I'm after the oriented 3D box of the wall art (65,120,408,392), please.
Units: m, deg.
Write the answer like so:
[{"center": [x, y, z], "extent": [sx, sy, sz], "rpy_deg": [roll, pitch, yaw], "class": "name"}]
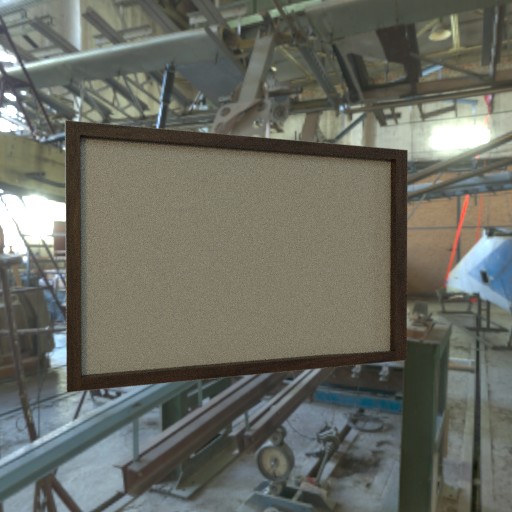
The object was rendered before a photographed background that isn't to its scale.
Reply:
[{"center": [0.000, 0.000, 1.444], "extent": [1.138, 0.761, 0.051], "rpy_deg": [0, 1, -19], "class": "wall art"}]
